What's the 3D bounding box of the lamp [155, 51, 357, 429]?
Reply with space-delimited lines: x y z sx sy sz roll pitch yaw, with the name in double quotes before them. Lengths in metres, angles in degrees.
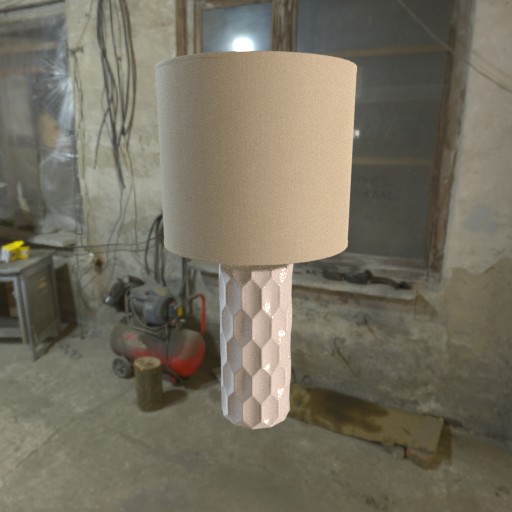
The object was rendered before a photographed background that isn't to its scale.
"lamp" 0.000 0.000 0.687 0.277 0.537 0.277 -2 15 -9
